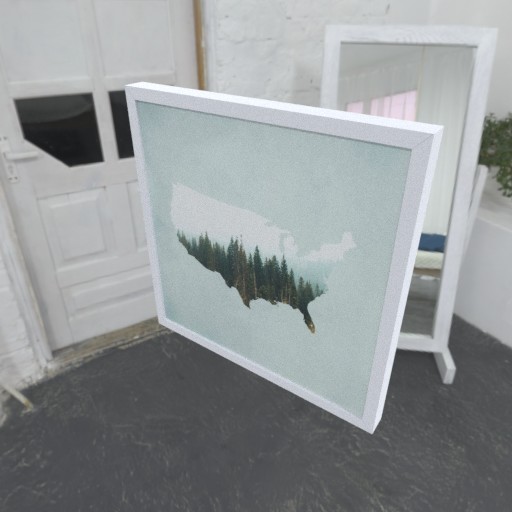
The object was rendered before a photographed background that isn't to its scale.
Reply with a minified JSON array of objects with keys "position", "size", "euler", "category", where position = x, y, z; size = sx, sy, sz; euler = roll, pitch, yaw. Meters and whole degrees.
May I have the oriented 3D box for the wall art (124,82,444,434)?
[{"position":[0.000,0.000,0.759],"size":[0.509,0.509,0.040],"euler":[20,36,30],"category":"wall art"}]
